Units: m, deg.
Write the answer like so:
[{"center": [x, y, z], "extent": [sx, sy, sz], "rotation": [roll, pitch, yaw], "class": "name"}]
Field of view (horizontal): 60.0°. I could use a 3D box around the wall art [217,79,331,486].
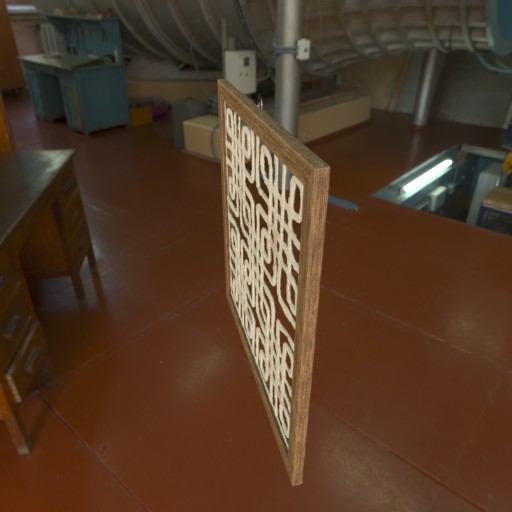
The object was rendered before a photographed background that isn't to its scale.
[{"center": [0.000, 0.000, 0.835], "extent": [0.021, 0.582, 0.561], "rotation": [-8, 32, -13], "class": "wall art"}]
